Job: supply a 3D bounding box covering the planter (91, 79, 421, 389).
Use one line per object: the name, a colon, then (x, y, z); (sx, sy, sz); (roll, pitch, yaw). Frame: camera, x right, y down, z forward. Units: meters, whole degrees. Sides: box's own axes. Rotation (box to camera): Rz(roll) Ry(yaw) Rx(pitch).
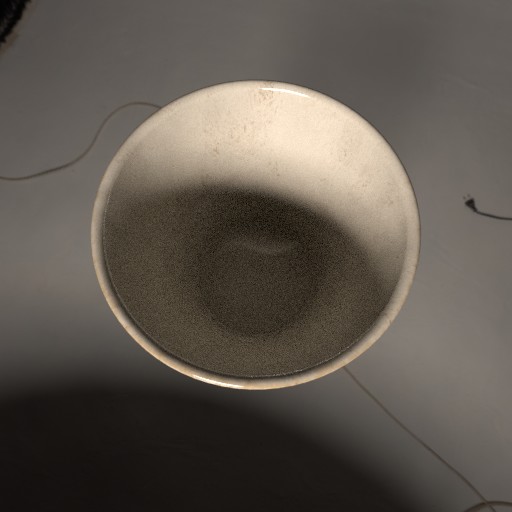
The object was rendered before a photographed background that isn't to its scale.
planter: (0.000, 0.000, 0.220); (0.126, 0.104, 0.126); (0, 73, 0)
